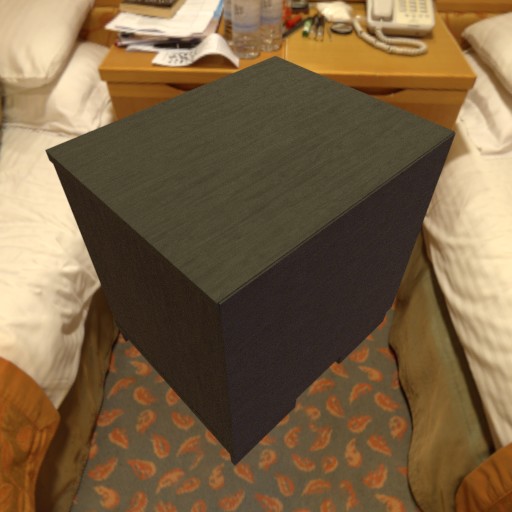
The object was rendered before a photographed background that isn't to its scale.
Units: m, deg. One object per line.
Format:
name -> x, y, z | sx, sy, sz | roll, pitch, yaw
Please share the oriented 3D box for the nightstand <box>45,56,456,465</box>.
nightstand -> 0.000, 0.000, 0.753 | 0.427, 0.448, 0.347 | -35, 56, -28
